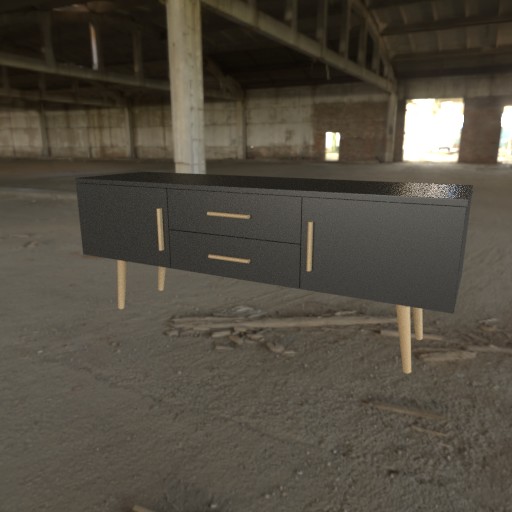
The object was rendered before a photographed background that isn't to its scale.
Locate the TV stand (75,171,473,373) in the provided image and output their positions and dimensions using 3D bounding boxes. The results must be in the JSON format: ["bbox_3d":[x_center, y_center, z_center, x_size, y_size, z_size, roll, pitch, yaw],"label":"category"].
[{"bbox_3d":[0.000,0.000,1.557,1.312,0.518,0.390,7,17,26],"label":"TV stand"}]
